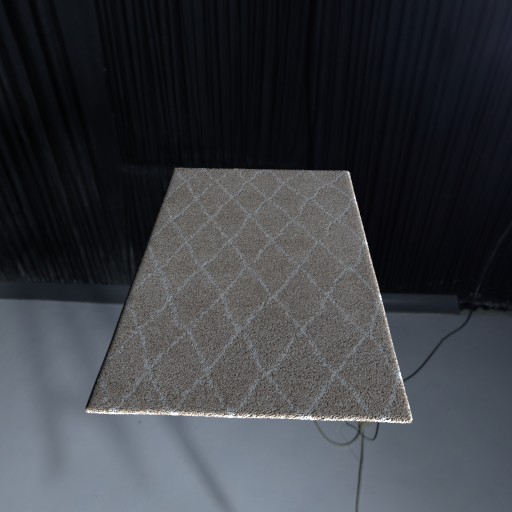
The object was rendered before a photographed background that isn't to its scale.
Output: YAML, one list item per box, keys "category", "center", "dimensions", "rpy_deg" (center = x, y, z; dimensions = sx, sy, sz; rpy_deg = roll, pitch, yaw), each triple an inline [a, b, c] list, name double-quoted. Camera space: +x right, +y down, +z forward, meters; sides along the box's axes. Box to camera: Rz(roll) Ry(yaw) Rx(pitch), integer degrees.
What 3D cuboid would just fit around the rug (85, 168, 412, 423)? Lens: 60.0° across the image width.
- category: "rug"
  center: [0.000, 0.000, 3.448]
  dimensions: [1.778, 0.030, 2.743]
  rpy_deg: [1, 40, 2]
